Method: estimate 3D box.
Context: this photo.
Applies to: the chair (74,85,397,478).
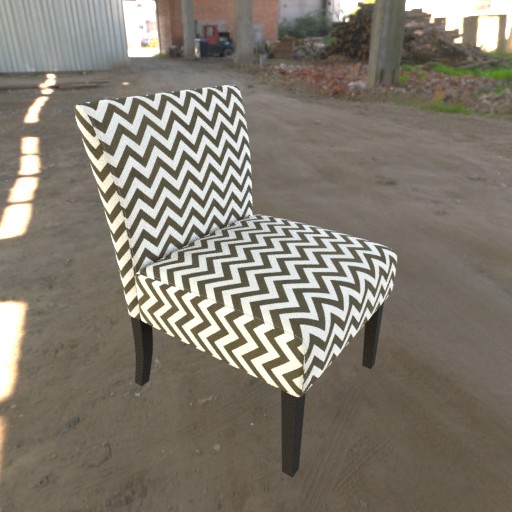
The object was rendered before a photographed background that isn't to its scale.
[{"bbox_3d":[0.000,0.000,1.252,0.648,0.838,0.589,17,31,32],"label":"chair"}]
